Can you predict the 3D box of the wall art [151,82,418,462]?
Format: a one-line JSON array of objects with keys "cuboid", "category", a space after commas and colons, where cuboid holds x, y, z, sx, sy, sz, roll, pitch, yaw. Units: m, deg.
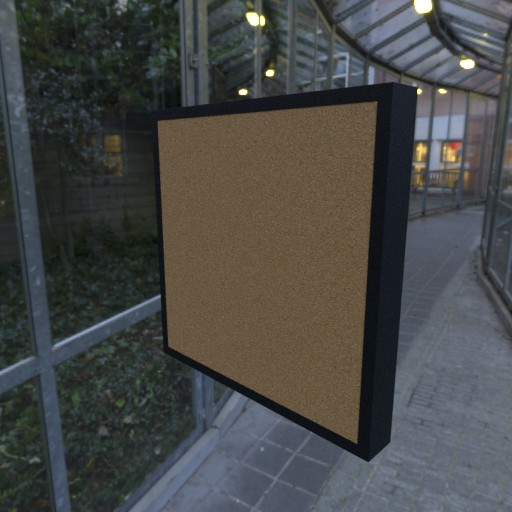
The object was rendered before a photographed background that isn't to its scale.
[{"cuboid": [0.000, 0.000, 0.458, 0.305, 0.304, 0.038, 13, 18, 43], "category": "wall art"}]
